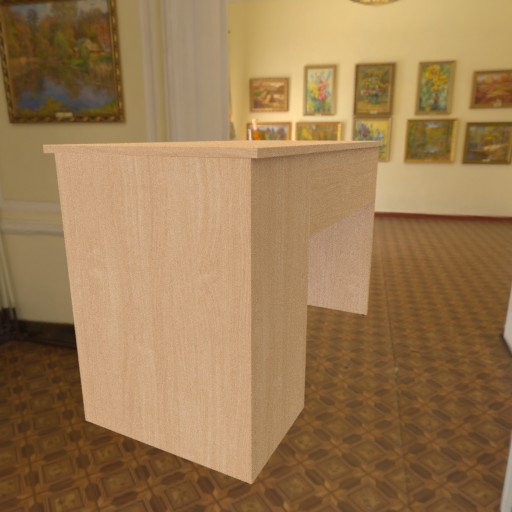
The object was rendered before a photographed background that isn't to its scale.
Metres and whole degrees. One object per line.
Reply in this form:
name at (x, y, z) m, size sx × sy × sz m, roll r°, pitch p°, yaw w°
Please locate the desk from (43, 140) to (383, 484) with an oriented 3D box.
desk at (0.000, 0.000, 1.481) m, size 0.560 × 0.735 × 1.097 m, roll 8°, pitch 17°, yaw 26°
